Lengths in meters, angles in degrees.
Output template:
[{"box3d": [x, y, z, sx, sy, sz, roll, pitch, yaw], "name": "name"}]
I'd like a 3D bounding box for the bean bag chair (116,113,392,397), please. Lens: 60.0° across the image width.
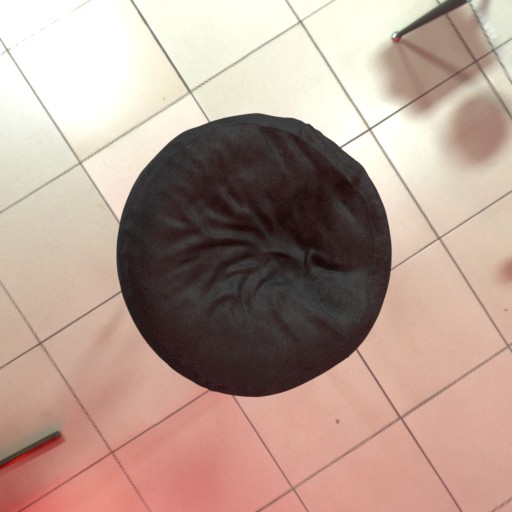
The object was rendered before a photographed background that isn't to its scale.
[{"box3d": [0.000, 0.000, 2.448, 1.525, 0.751, 1.525, 0, 90, -2], "name": "bean bag chair"}]
